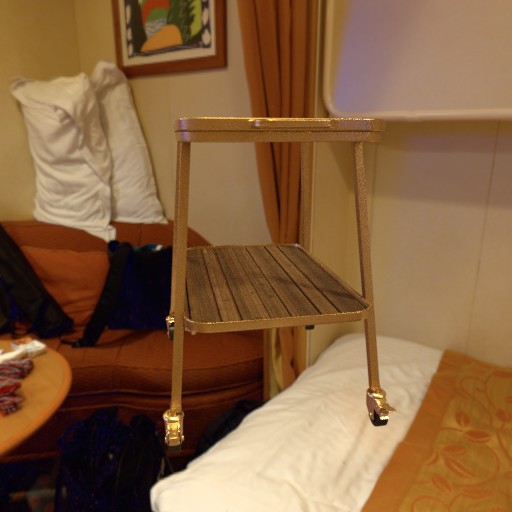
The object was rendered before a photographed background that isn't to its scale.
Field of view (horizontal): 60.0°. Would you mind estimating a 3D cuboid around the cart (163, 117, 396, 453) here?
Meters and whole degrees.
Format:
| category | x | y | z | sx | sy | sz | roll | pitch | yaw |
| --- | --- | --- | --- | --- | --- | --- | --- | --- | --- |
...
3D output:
| category | x | y | z | sx | sy | sz | roll | pitch | yaw |
| --- | --- | --- | --- | --- | --- | --- | --- | --- | --- |
| cart | 0.000 | 0.000 | 1.217 | 0.524 | 0.700 | 0.806 | -3 | 16 | -10 |
